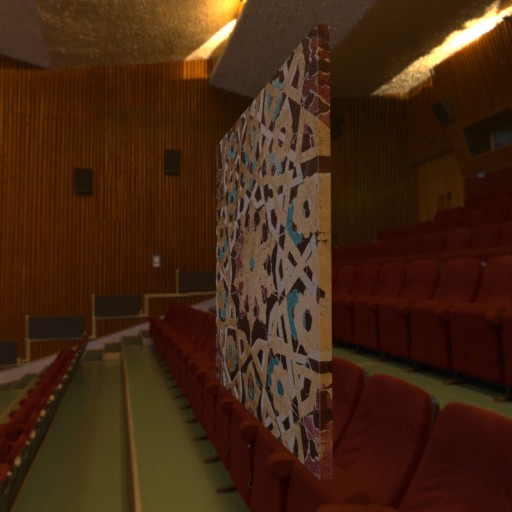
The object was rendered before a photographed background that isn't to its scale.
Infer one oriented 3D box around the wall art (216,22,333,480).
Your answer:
[{"bbox_3d":[0.000,0.000,1.099,0.028,0.762,0.757,1,-3,-18],"label":"wall art"}]
